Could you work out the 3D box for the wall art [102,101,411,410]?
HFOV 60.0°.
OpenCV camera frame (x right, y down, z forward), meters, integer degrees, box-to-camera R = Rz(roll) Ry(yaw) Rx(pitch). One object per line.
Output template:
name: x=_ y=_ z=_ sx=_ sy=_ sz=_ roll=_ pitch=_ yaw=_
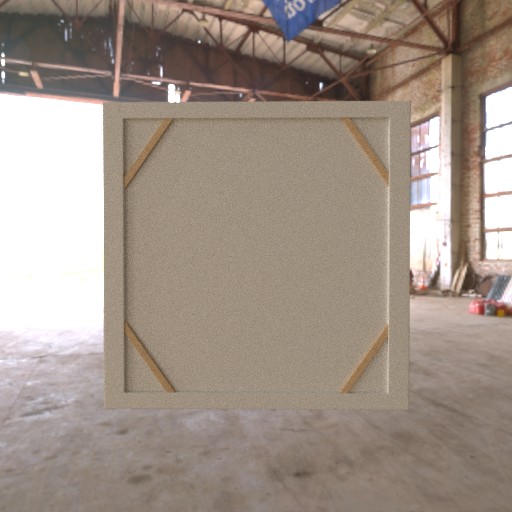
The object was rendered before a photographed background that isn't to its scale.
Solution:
wall art: x=0.000 y=0.000 z=0.604 sx=0.405 sy=0.407 sz=0.038 roll=0 pitch=1 yaw=1
